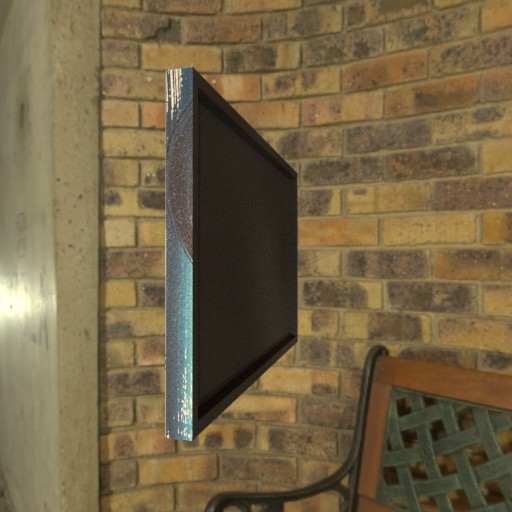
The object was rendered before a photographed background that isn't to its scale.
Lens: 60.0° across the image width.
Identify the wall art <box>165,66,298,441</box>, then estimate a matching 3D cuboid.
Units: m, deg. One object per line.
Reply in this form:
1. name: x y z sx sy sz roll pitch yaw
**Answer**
1. wall art: 0.000 0.000 0.777 0.033 0.406 0.609 0 -1 16
